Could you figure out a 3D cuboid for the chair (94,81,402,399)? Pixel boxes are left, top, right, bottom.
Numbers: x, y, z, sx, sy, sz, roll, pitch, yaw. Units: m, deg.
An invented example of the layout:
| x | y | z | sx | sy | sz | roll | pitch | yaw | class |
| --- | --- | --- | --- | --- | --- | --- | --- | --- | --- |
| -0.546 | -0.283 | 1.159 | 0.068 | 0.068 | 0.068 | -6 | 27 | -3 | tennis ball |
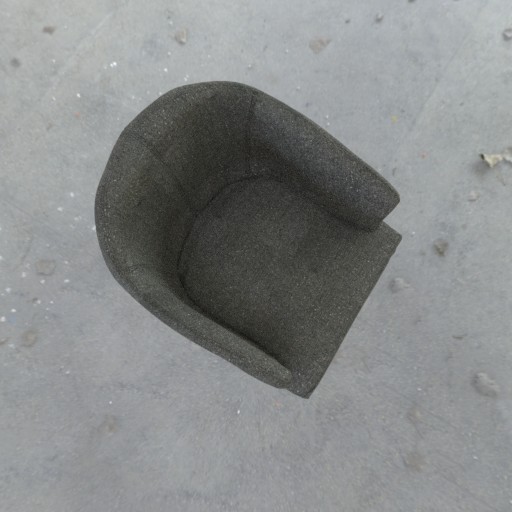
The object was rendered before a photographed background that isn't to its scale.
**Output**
| x | y | z | sx | sy | sz | roll | pitch | yaw | class |
| --- | --- | --- | --- | --- | --- | --- | --- | --- | --- |
| 0.000 | 0.000 | 1.261 | 0.655 | 0.811 | 0.583 | 32 | 78 | 7 | chair |
